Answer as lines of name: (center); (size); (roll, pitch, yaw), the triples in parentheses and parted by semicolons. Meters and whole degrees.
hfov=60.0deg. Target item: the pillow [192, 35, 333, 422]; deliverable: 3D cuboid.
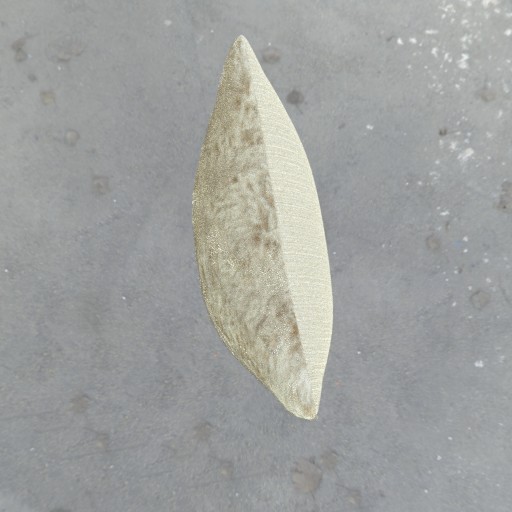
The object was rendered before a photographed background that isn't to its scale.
pillow: (0.000, 0.000, 0.811); (0.216, 0.525, 0.538); (-8, 76, -2)
